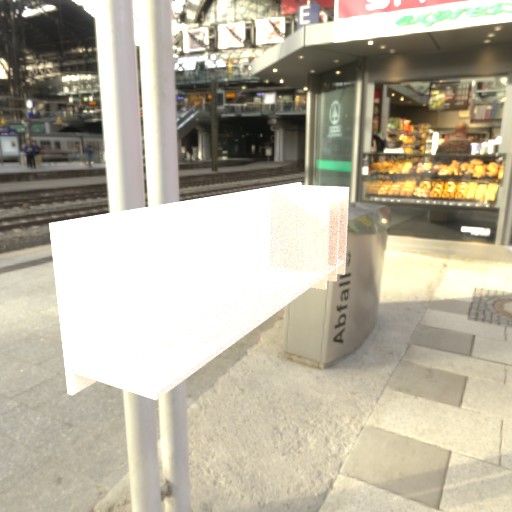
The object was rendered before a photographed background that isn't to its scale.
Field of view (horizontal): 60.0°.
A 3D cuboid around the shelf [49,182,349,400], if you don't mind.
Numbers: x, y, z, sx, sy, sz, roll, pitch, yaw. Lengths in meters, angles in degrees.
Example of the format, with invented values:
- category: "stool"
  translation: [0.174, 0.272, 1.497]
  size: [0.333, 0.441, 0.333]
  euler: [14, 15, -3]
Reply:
- category: "shelf"
  translation: [0.000, 0.000, 1.128]
  size: [0.200, 0.300, 1.020]
  euler: [7, 15, 27]
